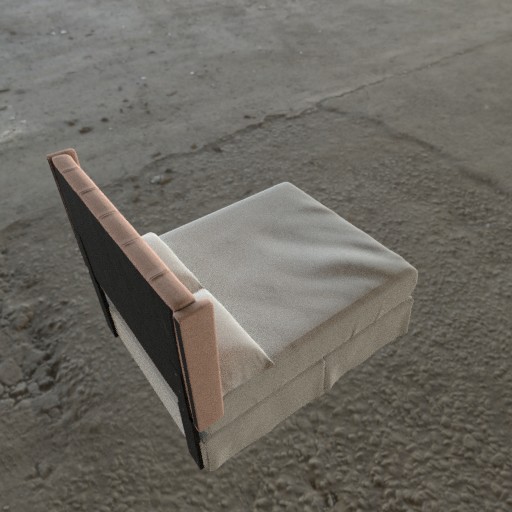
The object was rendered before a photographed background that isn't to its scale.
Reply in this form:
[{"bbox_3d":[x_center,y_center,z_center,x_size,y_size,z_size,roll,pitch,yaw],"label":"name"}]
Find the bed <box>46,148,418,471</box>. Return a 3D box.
[{"bbox_3d":[0.000,0.000,3.315,2.066,1.665,1.719,-27,49,-26],"label":"bed"}]
